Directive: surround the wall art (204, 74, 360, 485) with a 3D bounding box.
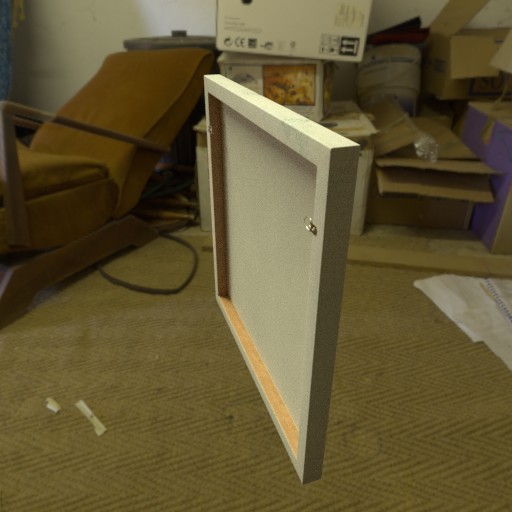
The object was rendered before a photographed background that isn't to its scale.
[{"bbox_3d":[0.000,0.000,0.900,0.040,0.612,0.612,-10,31,-17],"label":"wall art"}]
